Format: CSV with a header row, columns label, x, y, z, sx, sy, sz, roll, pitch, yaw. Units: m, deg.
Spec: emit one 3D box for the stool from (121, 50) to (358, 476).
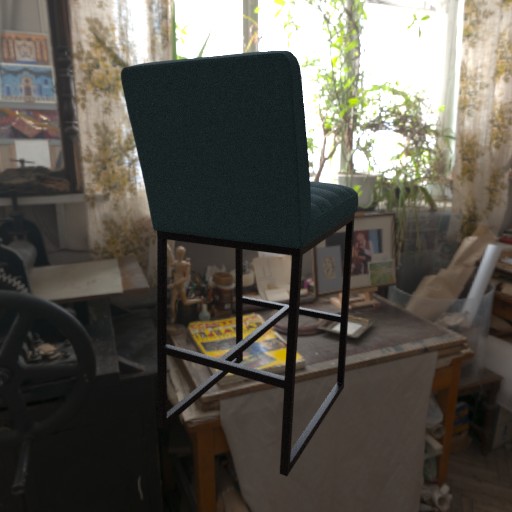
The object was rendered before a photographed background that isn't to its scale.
label,x,y,z,sx,sy,sz,roll,pitch,yaw
stool,0.000,0.000,1.330,0.460,1.040,0.560,8,17,27
